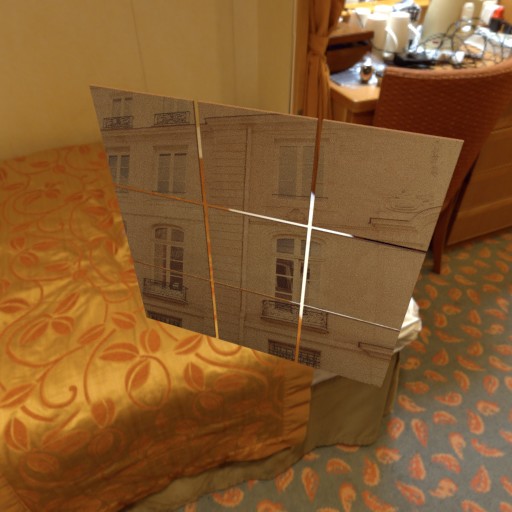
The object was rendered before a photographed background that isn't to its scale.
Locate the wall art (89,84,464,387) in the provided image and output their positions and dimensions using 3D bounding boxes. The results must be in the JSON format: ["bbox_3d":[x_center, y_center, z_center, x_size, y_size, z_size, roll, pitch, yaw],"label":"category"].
[{"bbox_3d":[0.000,0.000,2.227,1.526,1.522,0.023,14,43,15],"label":"wall art"}]
